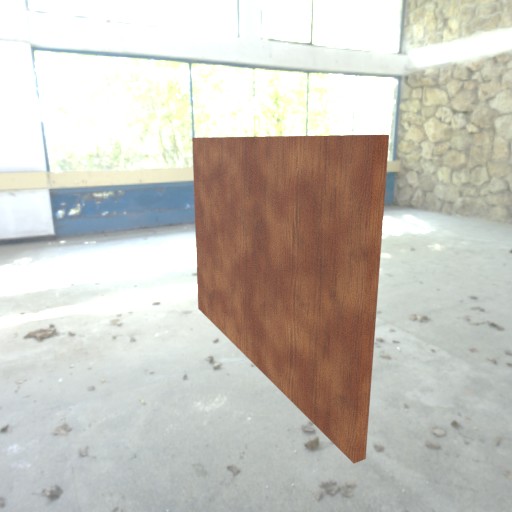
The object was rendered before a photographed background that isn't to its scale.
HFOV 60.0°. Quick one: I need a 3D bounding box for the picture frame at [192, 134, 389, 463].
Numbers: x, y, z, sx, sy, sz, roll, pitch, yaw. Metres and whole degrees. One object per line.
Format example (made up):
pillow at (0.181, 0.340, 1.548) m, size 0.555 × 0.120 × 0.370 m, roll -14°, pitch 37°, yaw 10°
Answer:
picture frame at (0.000, 0.000, 1.230) m, size 0.029 × 0.640 × 0.950 m, roll -7°, pitch 16°, yaw -25°
